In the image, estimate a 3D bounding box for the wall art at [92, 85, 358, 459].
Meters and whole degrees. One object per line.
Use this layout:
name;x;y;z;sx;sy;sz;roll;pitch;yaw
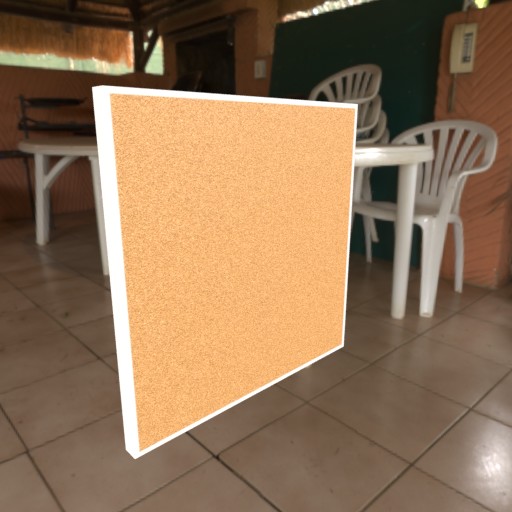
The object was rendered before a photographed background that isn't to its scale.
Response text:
wall art;0.000;0.000;1.133;0.768;0.765;0.041;-14;21;-42
